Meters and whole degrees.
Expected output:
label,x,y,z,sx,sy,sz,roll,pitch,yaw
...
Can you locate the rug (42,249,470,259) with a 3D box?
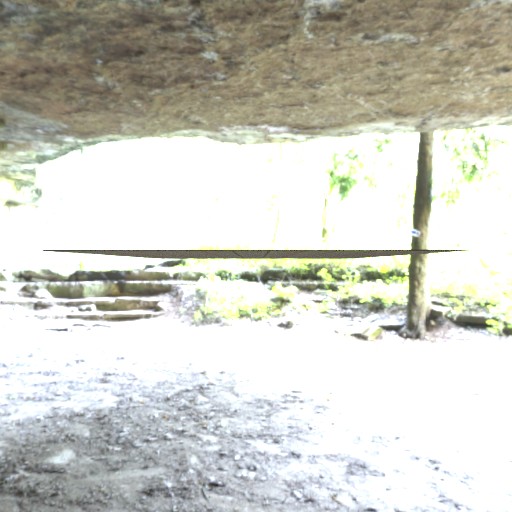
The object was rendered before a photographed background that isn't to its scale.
label,x,y,z,sx,sy,sz,roll,pitch,yaw
rug,0.000,0.000,4.045,2.444,0.012,3.048,0,-1,0
